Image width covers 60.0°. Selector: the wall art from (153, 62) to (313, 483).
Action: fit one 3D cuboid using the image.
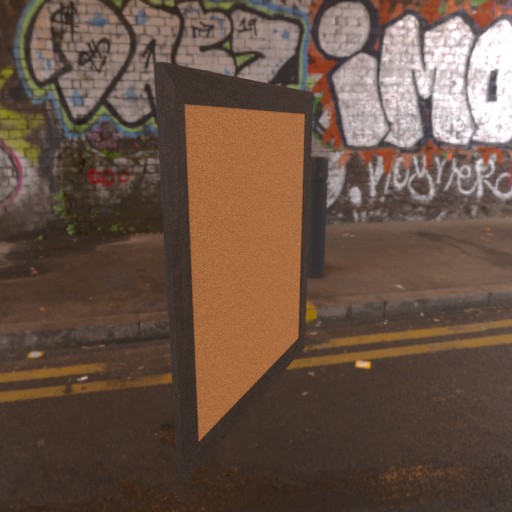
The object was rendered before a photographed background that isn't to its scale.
[{"bbox_3d":[0.000,0.000,0.776,0.013,0.570,0.476,8,18,27],"label":"wall art"}]
